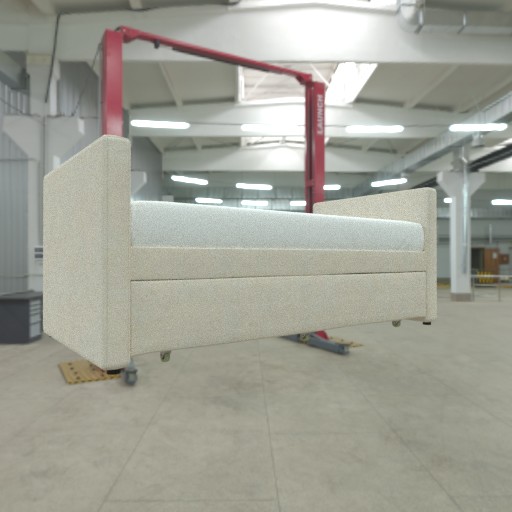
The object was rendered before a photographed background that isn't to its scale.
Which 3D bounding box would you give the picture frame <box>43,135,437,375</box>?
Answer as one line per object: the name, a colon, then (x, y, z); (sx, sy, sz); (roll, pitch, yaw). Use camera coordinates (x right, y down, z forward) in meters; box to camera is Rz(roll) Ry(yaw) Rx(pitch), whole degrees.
picture frame: (0.000, 0.000, 2.673); (2.161, 0.891, 1.069); (0, 0, -37)
